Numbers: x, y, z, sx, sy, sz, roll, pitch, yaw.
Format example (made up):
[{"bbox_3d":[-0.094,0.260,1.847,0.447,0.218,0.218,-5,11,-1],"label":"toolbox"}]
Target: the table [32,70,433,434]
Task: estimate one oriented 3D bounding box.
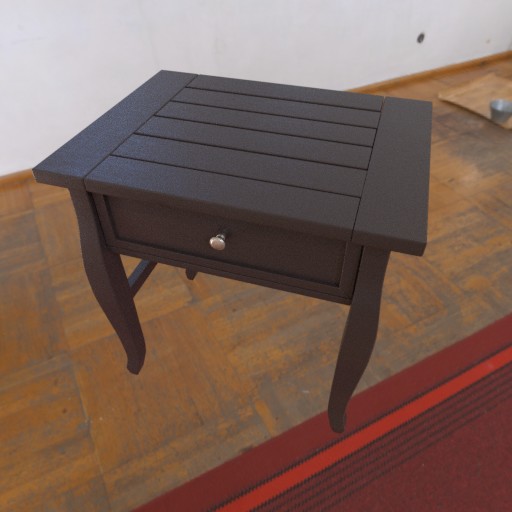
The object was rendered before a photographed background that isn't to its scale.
[{"bbox_3d":[0.000,0.000,0.998,0.602,0.605,0.460,12,44,13],"label":"table"}]
